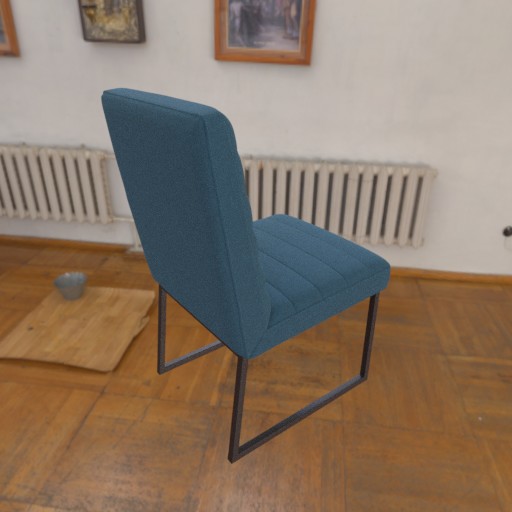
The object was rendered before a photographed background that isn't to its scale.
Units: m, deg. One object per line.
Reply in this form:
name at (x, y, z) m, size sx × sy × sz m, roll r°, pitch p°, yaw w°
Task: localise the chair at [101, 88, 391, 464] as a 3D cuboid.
chair at (0.000, 0.000, 1.303) m, size 0.634 × 0.930 × 0.520 m, roll -18°, pitch 32°, yaw -32°
